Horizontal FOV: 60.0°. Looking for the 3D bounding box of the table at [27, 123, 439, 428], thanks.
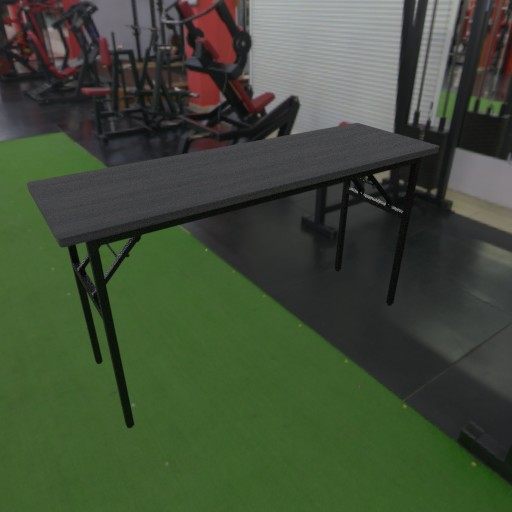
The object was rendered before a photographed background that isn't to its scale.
[{"bbox_3d":[0.000,0.000,1.722,1.399,0.750,0.449,-18,35,-28],"label":"table"}]
